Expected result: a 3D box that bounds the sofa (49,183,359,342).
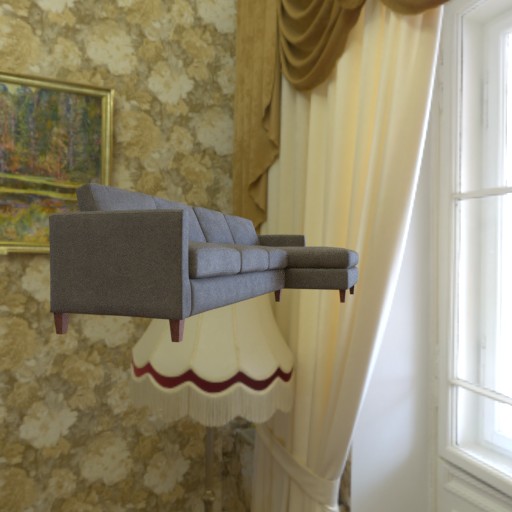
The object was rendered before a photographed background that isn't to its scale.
[{"bbox_3d":[0.000,0.000,4.093,1.604,0.950,3.471,0,0,18],"label":"sofa"}]
